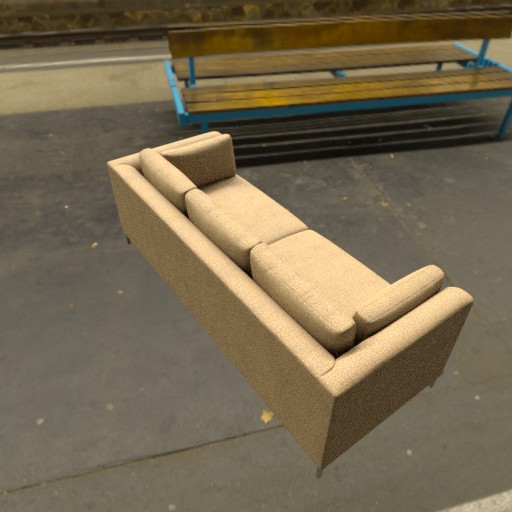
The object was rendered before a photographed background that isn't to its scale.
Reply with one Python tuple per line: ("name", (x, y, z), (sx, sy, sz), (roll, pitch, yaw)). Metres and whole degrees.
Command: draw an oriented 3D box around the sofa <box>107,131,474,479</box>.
("sofa", (0.000, 0.000, 2.917), (0.969, 0.867, 2.415), (-25, 46, -27))
